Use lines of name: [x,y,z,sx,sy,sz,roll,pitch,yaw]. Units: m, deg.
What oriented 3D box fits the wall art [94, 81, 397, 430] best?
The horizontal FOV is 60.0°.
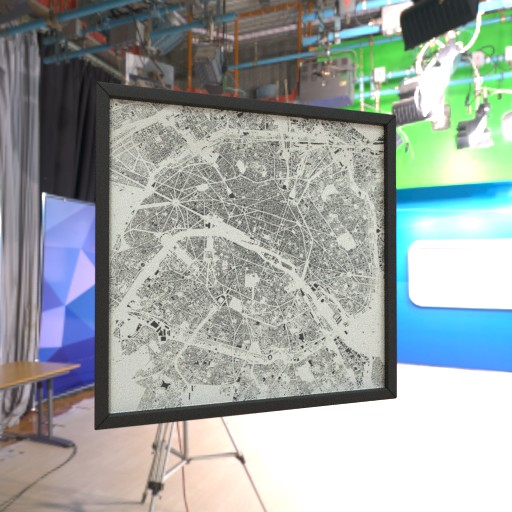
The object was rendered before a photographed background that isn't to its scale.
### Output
wall art: [0.000,0.000,0.448,0.305,0.305,0.037,0,-1,-17]
